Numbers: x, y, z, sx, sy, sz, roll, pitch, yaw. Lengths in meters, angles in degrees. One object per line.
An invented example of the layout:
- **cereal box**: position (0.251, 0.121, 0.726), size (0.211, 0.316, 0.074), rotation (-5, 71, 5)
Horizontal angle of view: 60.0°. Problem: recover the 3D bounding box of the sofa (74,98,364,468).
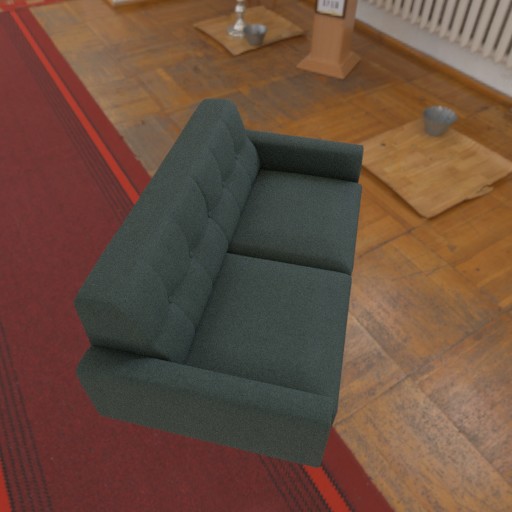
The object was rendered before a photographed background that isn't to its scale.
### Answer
- **sofa**: position (0.000, 0.000, 2.088), size (0.909, 0.841, 1.631), rotation (10, 48, 9)
